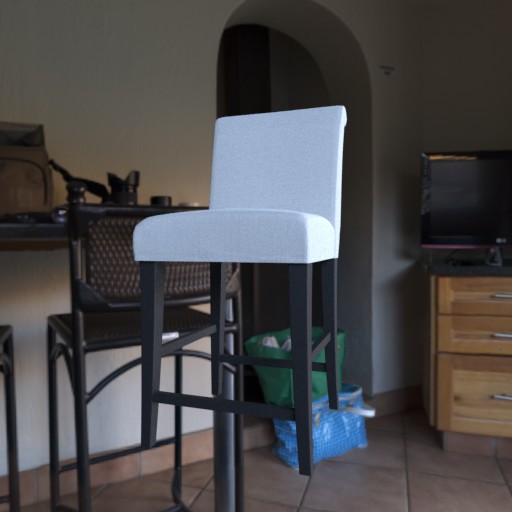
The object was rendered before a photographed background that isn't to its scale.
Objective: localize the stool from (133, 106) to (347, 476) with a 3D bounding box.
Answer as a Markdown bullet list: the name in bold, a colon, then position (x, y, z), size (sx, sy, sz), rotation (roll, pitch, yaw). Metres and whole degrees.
- **stool**: position (0.000, 0.000, 1.310), size (0.452, 0.976, 0.597), rotation (1, 2, 19)
